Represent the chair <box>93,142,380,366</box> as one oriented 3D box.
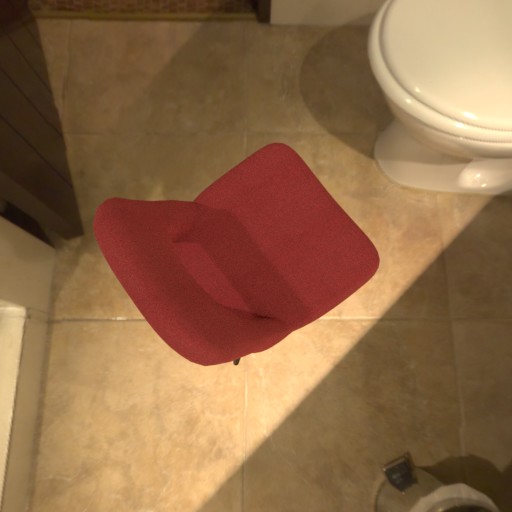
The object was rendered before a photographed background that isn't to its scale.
[{"bbox_3d":[0.000,0.000,1.224,0.569,0.892,0.483,-36,79,-8],"label":"chair"}]
